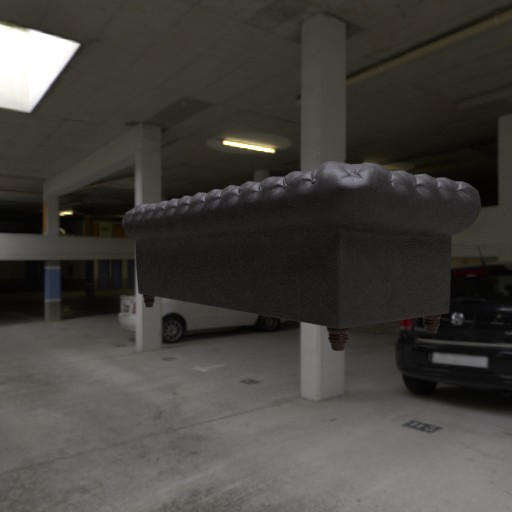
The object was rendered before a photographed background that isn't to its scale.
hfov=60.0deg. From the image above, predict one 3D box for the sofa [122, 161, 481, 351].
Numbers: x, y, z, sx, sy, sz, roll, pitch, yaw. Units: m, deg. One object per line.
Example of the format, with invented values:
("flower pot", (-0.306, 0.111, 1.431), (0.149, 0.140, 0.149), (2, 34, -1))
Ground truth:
("sofa", (0.000, 0.000, 2.781), (0.944, 0.783, 2.385), (0, 0, -37))
